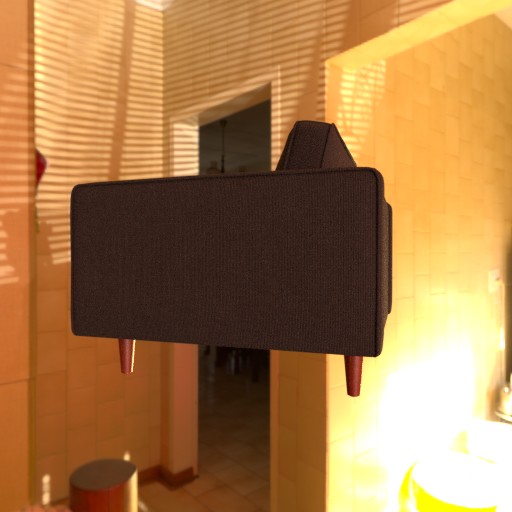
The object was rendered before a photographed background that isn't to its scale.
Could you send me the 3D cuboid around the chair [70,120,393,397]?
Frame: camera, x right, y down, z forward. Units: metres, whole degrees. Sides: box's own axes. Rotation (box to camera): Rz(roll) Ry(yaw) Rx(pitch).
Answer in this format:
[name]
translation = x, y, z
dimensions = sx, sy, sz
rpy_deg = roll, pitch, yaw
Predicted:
[chair]
translation = 0.000, 0.000, 1.593
dimensions = 0.919, 0.770, 0.899
rpy_deg = 0, 0, 19
